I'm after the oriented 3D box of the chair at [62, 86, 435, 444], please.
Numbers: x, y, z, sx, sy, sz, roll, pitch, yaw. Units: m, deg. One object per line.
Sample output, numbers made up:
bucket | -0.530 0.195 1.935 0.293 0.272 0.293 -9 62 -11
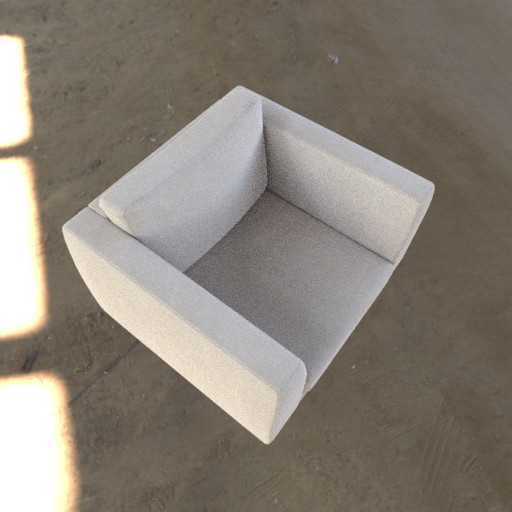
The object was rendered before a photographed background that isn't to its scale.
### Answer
chair | 0.000 0.000 1.760 0.930 0.860 1.000 33 64 19
